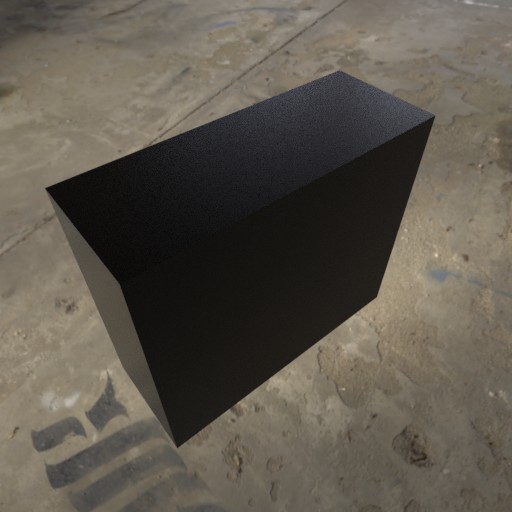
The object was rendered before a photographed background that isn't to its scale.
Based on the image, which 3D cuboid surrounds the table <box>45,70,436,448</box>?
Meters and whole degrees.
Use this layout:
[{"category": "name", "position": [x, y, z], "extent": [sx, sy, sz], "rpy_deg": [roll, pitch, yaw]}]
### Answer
[{"category": "table", "position": [0.000, 0.000, 1.375], "extent": [0.930, 0.790, 0.380], "rpy_deg": [-31, 54, -26]}]
